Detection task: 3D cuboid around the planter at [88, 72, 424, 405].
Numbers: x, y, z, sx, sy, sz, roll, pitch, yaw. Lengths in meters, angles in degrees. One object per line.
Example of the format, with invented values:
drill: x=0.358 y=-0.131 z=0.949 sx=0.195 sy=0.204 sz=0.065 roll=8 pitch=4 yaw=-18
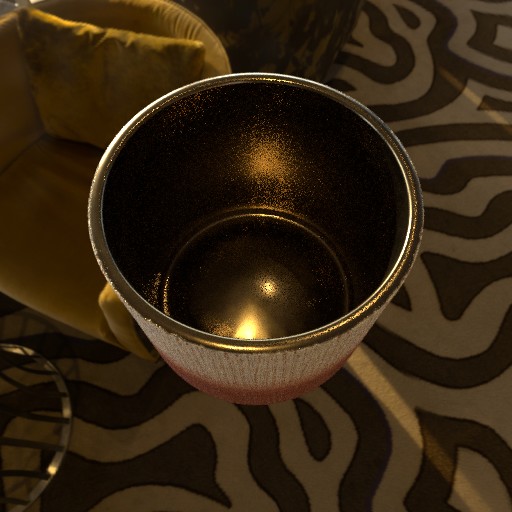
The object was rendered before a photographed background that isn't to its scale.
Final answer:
planter: x=0.000 y=0.000 z=0.302 sx=0.178 sy=0.157 sz=0.178 roll=0 pitch=64 yaw=0
